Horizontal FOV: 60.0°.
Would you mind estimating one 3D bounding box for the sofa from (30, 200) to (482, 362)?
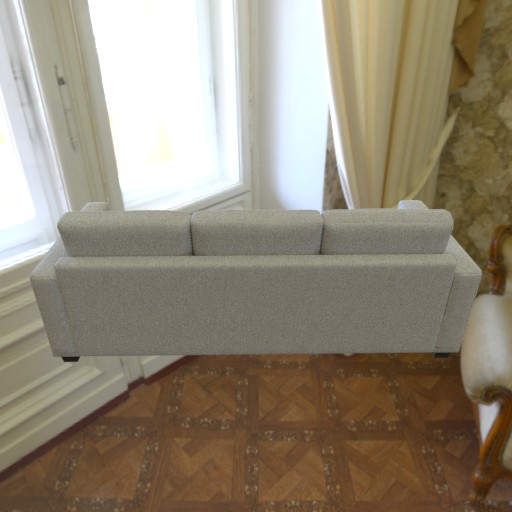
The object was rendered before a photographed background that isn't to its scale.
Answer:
[{"bbox_3d":[0.000,0.000,2.504,2.120,0.800,0.900,0,30,-1],"label":"sofa"}]
